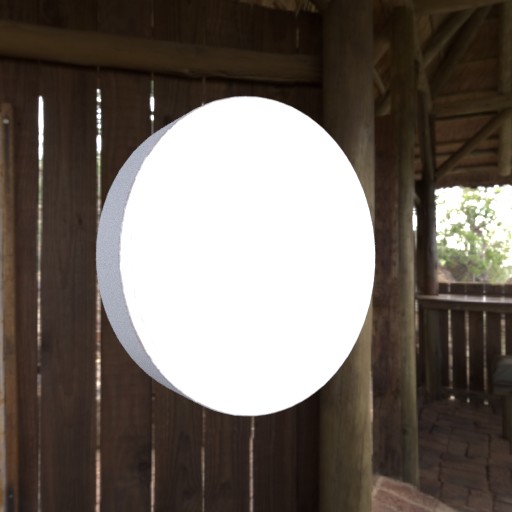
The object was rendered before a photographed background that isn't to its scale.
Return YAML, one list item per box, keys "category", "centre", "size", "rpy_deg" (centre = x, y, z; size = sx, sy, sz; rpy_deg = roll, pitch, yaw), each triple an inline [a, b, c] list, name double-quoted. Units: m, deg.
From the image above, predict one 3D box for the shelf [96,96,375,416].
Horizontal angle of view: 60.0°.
- category: "shelf"
  centre: [0.000, 0.000, 1.203]
  size: [0.806, 0.807, 0.158]
  rpy_deg: [1, -1, -36]
